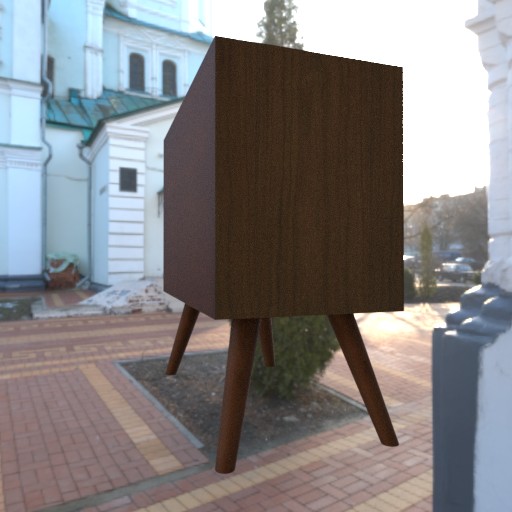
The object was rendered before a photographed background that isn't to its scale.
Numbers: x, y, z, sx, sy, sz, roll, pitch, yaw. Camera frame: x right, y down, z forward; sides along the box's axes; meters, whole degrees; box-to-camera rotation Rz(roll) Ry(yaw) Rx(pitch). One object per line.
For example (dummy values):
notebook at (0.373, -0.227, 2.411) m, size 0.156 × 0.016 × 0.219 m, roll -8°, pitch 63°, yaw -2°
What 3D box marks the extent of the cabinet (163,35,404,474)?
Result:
cabinet at (0.000, 0.000, 1.151) m, size 0.388 × 0.748 × 0.712 m, roll 0°, pitch 0°, yaw -19°
